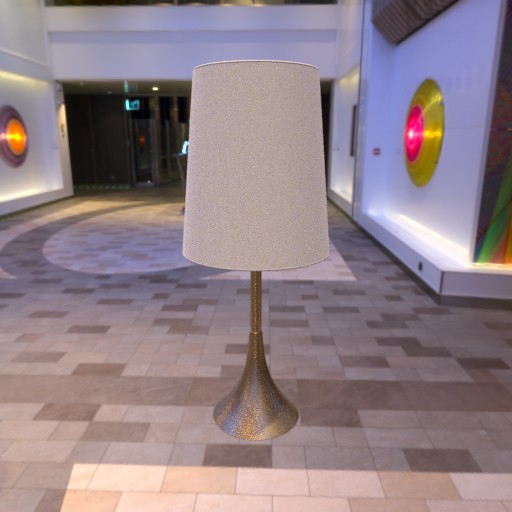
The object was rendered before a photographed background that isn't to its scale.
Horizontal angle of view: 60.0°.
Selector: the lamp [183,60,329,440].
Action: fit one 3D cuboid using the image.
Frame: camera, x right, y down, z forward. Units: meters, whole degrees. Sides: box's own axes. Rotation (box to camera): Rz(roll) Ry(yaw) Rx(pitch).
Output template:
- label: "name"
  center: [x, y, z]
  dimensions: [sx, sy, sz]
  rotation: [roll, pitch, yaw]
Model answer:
- label: "lamp"
  center: [0.000, 0.000, 0.707]
  dimensions: [0.231, 0.569, 0.231]
  rotation: [0, 15, 0]
